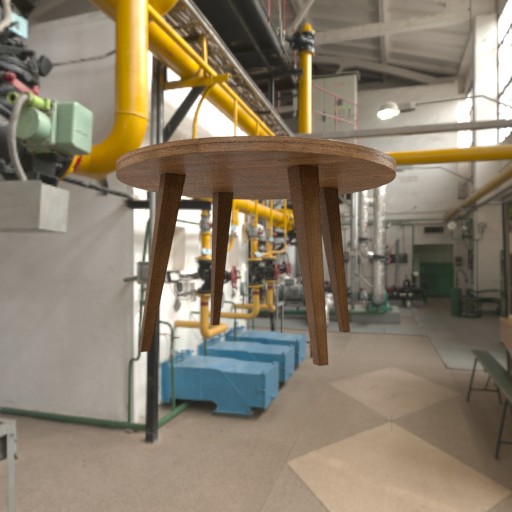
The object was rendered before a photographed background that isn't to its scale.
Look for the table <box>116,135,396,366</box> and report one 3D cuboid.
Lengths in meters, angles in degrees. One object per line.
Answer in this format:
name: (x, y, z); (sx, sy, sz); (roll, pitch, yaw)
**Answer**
table: (0.000, 0.000, 2.013); (1.213, 0.764, 1.213); (0, 0, 0)
